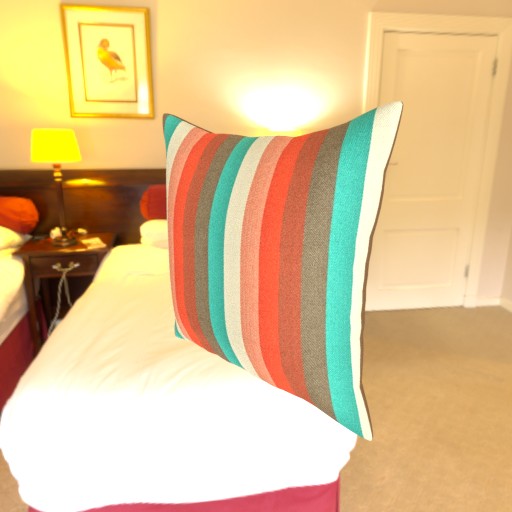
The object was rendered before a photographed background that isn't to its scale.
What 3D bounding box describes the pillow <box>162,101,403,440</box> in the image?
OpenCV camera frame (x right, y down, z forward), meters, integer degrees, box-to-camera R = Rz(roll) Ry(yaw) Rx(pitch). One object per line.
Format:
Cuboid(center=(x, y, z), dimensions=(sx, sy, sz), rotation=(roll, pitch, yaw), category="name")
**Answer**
Cuboid(center=(0.000, 0.000, 0.699), dimensions=(0.453, 0.443, 0.168), rotation=(15, 21, 42), category="pillow")
